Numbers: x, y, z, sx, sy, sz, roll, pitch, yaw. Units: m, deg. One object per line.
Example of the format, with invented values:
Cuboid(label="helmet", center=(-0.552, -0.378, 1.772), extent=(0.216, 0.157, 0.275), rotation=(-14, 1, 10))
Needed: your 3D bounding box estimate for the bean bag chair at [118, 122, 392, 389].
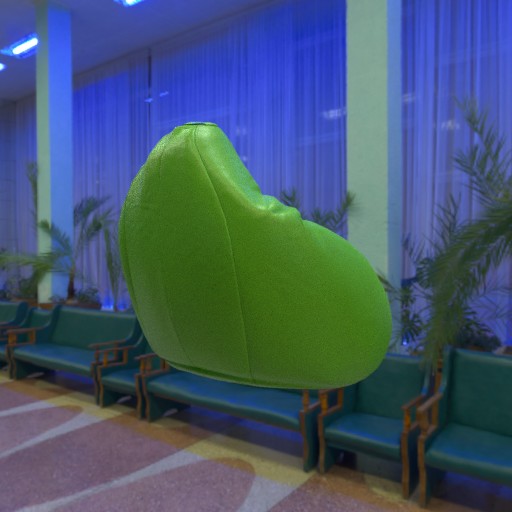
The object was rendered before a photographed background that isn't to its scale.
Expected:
Cuboid(label="bean bag chair", center=(0.000, 0.000, 1.925), extent=(1.070, 0.990, 1.070), rotation=(1, 1, 38))
